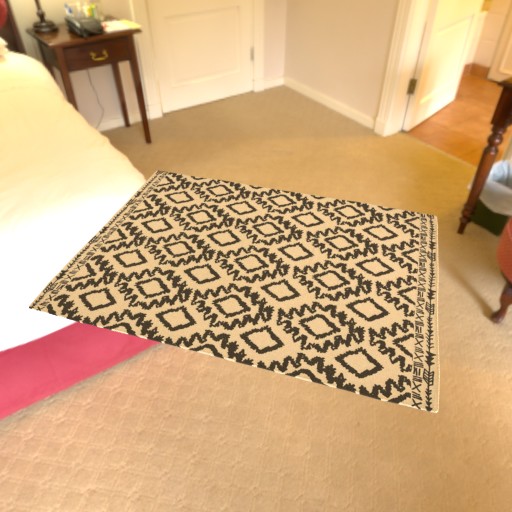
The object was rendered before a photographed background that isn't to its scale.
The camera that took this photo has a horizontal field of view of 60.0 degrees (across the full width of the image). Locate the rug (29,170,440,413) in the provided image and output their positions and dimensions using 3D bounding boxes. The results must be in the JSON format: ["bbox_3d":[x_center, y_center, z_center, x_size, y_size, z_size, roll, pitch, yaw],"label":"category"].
[{"bbox_3d":[0.000,0.000,4.279,3.369,0.036,2.444,11,42,13],"label":"rug"}]
